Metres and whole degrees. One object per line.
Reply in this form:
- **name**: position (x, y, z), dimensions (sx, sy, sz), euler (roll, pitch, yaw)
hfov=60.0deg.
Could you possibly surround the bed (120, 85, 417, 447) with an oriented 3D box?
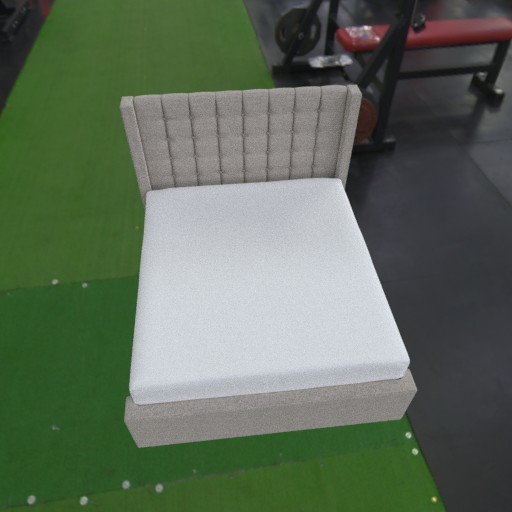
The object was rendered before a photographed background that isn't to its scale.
- **bed**: position (0.000, 0.000, 3.668), dimensions (2.044, 1.748, 2.372), euler (-5, 47, -4)
